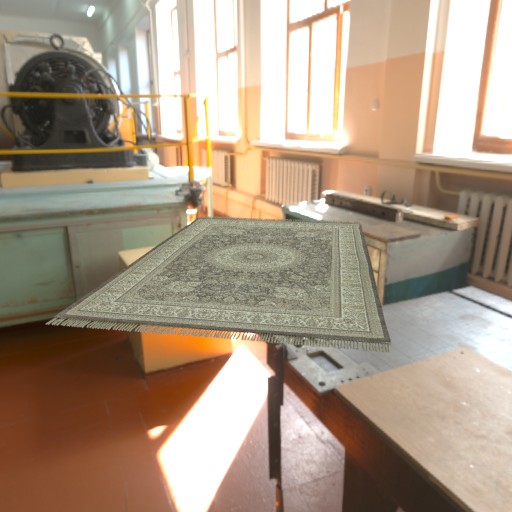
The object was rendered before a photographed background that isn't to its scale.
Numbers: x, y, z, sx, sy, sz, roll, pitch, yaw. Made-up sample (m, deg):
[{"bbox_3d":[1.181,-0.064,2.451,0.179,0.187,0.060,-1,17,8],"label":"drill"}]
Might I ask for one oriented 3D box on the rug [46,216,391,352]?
[{"bbox_3d":[0.000,0.000,4.242,2.143,0.015,3.422,3,17,9],"label":"rug"}]
